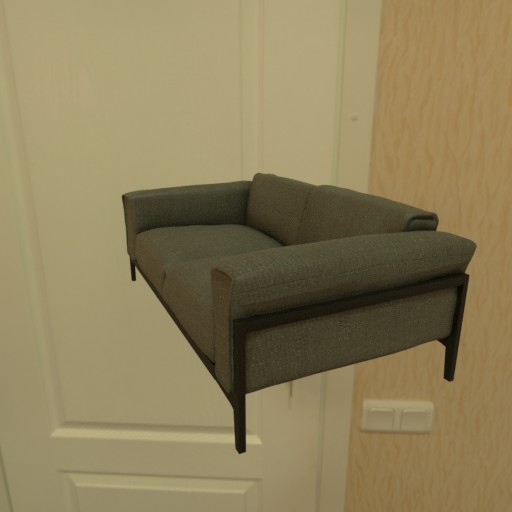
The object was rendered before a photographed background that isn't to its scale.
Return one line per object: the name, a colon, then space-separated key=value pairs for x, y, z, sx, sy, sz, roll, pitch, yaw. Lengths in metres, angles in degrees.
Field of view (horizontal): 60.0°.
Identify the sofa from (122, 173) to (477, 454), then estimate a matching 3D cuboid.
sofa: x=0.000 y=0.000 z=2.149 sx=0.960 sy=0.656 sz=1.690 roll=-8 pitch=19 yaw=-25
